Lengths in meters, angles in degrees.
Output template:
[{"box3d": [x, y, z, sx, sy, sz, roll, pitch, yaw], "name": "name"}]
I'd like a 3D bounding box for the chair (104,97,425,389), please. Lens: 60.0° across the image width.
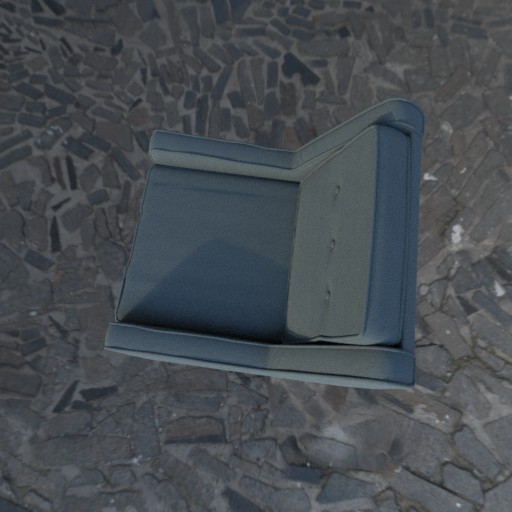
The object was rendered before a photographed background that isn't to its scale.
[{"box3d": [0.000, 0.000, 1.301, 0.733, 0.780, 0.663, 7, 74, 2], "name": "chair"}]
